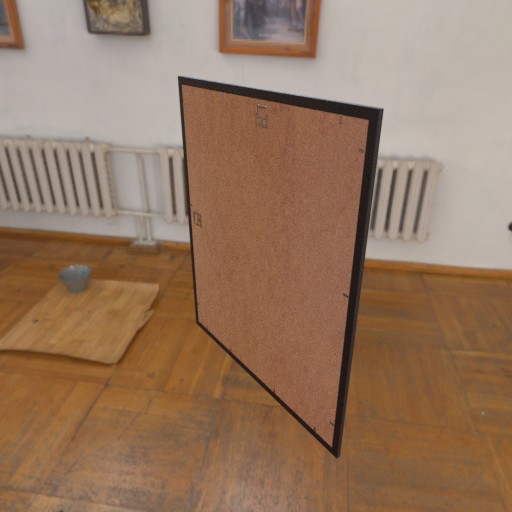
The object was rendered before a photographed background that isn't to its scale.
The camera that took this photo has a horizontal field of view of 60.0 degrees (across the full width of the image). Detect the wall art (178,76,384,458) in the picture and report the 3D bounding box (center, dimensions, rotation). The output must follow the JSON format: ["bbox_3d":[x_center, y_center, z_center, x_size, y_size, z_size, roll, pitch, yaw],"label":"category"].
[{"bbox_3d":[0.000,0.000,0.925,0.018,0.660,0.559,-18,32,-32],"label":"wall art"}]
